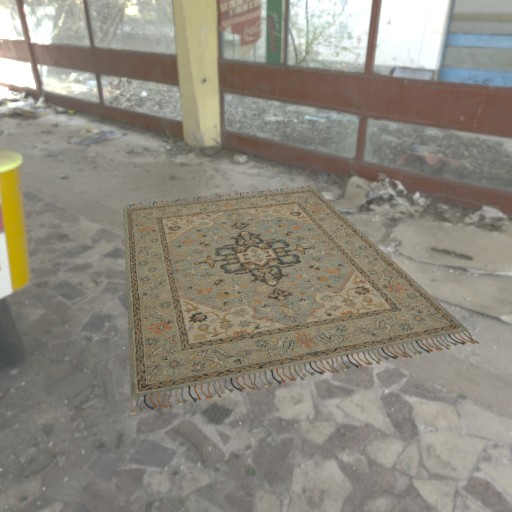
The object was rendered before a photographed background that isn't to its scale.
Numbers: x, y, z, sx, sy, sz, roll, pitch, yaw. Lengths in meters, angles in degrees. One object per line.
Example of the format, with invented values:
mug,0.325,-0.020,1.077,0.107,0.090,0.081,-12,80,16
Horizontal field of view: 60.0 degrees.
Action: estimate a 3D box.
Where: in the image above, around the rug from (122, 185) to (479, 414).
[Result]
rug,0.000,0.000,3.436,1.971,0.010,2.651,-8,30,-13
